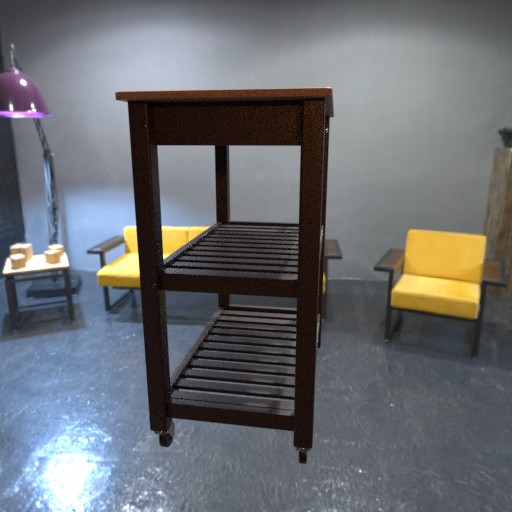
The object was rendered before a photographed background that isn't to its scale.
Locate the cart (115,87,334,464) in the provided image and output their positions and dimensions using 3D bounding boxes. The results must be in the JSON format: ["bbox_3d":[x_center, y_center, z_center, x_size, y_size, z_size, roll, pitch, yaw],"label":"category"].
[{"bbox_3d":[0.000,0.000,1.441,0.457,0.927,0.899,3,15,10],"label":"cart"}]
